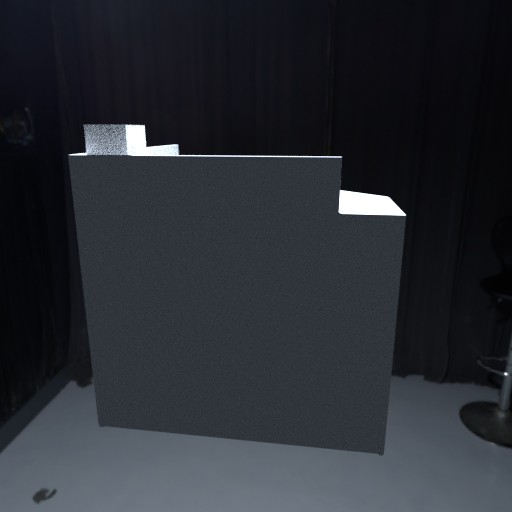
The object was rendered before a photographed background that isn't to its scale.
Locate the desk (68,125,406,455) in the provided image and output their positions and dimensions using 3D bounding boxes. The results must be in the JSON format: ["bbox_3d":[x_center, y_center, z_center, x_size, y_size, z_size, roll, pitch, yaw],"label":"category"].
[{"bbox_3d":[0.000,0.000,1.752,0.940,0.986,0.940,2,16,8],"label":"desk"}]
